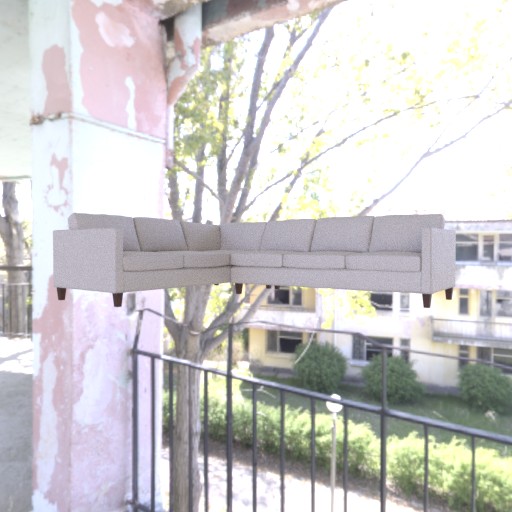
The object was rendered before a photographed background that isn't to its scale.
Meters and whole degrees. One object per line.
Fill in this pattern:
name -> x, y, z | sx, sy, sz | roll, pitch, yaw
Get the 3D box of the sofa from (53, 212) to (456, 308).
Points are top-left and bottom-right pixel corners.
sofa -> 0.000, 0.000, 4.366 | 3.182, 0.863, 2.432 | 0, 1, 36
